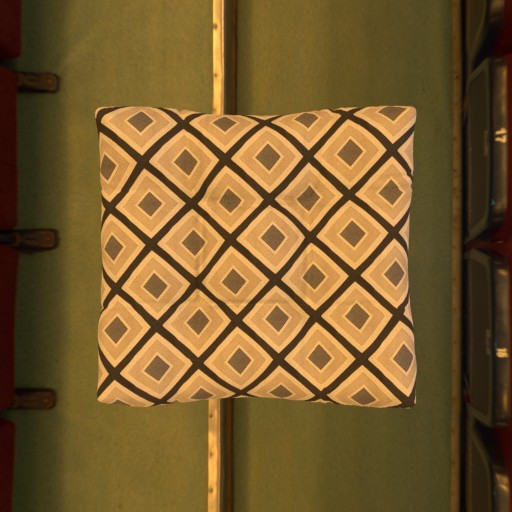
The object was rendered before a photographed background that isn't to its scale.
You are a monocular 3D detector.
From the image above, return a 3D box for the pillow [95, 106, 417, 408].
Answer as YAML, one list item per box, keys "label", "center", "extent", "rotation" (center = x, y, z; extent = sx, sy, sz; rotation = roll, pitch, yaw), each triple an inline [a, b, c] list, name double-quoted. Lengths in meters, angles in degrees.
- label: "pillow"
  center: [0.000, 0.000, 0.702]
  extent: [0.490, 0.128, 0.468]
  rotation: [0, 89, 1]
